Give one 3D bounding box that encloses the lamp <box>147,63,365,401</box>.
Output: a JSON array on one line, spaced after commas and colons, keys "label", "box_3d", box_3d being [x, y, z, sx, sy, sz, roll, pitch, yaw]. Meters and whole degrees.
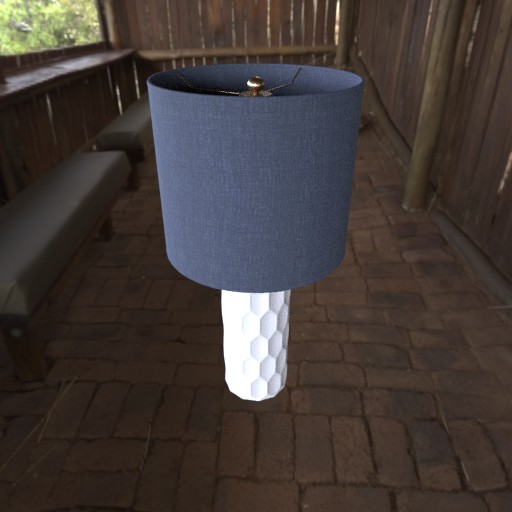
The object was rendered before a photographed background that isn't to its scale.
[{"label": "lamp", "box_3d": [0.000, 0.000, 0.708, 0.277, 0.537, 0.277, -11, 32, -18]}]
